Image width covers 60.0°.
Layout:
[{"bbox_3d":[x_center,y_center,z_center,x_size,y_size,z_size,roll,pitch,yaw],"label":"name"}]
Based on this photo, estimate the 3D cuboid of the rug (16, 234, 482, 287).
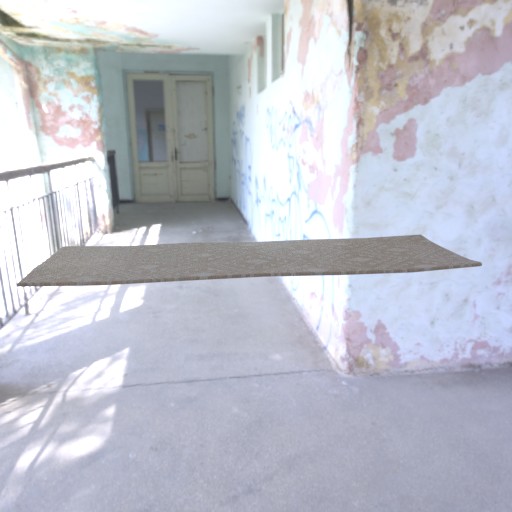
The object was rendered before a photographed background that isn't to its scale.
[{"bbox_3d":[0.000,0.000,2.664,2.452,0.051,0.752,-2,16,-6],"label":"rug"}]
